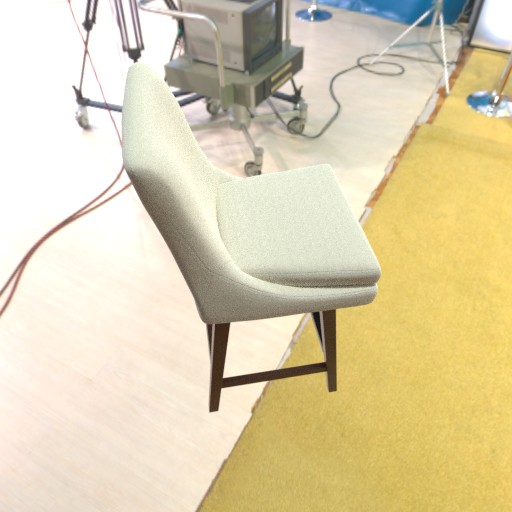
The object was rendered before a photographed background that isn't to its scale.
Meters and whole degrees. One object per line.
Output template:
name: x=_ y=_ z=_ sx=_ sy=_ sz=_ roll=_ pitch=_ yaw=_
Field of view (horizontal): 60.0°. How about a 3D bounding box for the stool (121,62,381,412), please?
stool: x=0.000 y=0.000 z=1.286 sx=0.559 sy=0.991 sz=0.483 roll=-7 pitch=47 yaw=-7
